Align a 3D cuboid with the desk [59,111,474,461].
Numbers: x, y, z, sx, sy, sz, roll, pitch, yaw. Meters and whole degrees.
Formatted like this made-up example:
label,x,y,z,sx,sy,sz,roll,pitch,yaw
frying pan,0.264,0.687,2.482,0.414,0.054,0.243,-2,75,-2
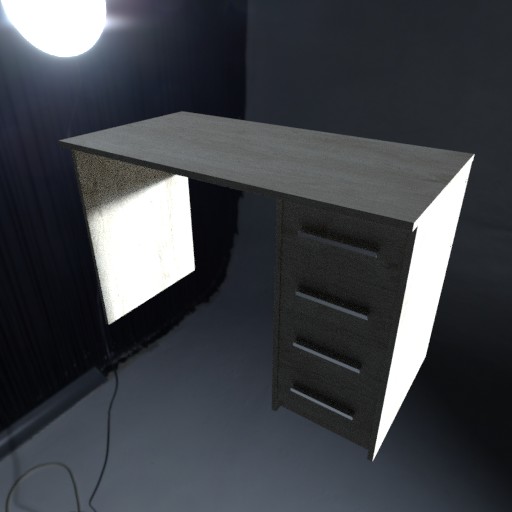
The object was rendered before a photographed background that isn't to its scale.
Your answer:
label,x,y,z,sx,sy,sz,roll,pitch,yaw
desk,0.000,0.000,1.477,1.096,0.730,0.560,18,33,29
